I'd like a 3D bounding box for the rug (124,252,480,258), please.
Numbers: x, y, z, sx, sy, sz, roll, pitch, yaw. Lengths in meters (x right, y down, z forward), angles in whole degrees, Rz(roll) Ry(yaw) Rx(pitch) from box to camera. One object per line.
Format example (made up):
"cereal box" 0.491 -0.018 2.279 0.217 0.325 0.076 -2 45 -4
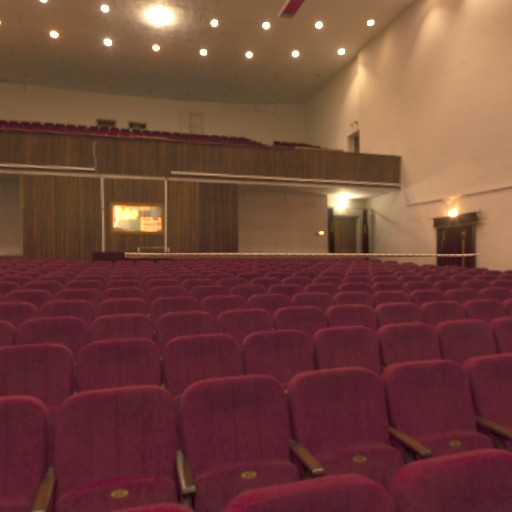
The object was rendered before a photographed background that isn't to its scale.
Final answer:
"rug" 0.000 0.000 4.020 2.277 0.035 2.897 0 -1 -16
